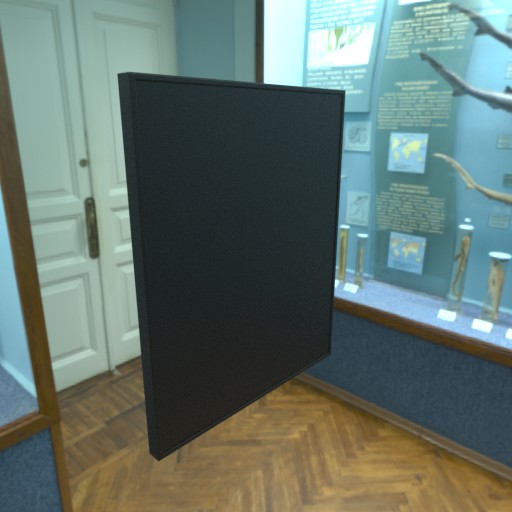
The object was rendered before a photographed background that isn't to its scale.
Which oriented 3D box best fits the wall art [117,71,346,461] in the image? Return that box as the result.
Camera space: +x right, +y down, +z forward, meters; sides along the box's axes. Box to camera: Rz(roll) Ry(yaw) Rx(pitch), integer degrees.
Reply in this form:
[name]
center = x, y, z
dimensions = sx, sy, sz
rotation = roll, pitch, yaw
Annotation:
[wall art]
center = 0.000, 0.000, 0.758
dimensions = 0.028, 0.551, 0.451
rotation = 16, 23, 42
